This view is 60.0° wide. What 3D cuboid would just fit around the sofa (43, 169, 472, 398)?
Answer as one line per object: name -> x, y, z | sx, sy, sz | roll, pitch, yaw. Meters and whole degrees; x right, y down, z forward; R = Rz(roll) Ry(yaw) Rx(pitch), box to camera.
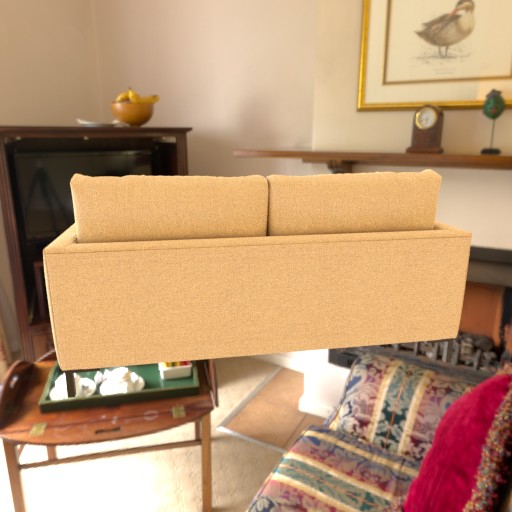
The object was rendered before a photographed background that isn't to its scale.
sofa -> 0.000, 0.000, 2.073 | 1.651, 0.812, 0.839 | -3, 15, -10
